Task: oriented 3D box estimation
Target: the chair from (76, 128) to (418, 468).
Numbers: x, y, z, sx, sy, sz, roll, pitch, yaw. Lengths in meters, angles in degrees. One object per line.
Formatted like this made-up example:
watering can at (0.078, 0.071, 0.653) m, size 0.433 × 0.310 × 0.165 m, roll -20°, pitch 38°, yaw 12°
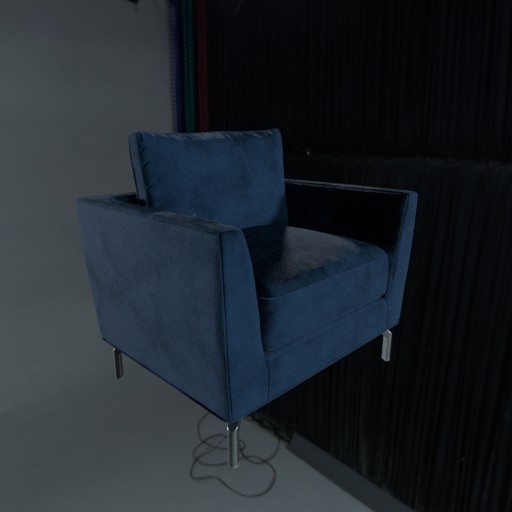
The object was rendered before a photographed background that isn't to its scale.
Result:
chair at (0.000, 0.000, 1.607) m, size 0.746 × 0.893 × 0.977 m, roll 15°, pitch 22°, yaw 43°
